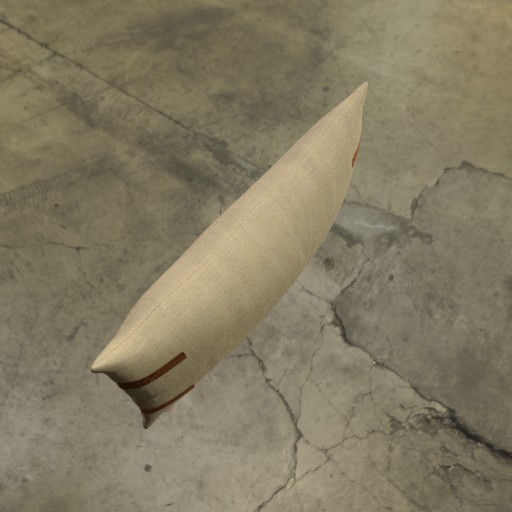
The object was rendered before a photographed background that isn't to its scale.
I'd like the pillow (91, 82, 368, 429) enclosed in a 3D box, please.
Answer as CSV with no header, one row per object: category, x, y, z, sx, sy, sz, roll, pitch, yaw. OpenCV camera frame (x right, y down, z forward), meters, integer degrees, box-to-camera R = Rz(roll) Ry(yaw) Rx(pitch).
pillow,0.000,0.000,0.732,0.148,0.308,0.612,33,64,18
